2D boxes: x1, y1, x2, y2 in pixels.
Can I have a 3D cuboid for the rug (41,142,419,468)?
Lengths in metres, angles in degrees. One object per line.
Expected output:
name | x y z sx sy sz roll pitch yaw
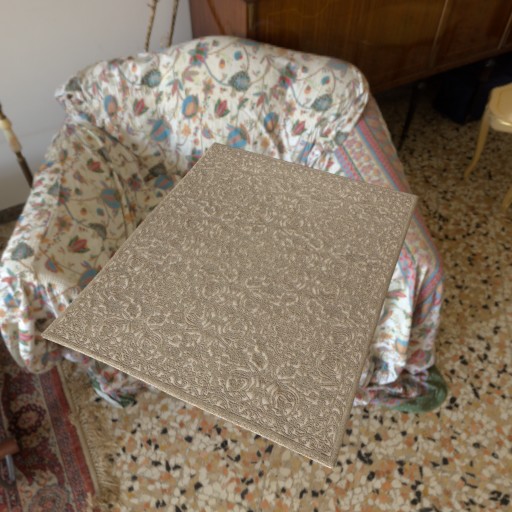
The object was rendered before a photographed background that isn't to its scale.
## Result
rug | 0.000 0.000 4.161 2.472 0.035 3.017 18 50 16
